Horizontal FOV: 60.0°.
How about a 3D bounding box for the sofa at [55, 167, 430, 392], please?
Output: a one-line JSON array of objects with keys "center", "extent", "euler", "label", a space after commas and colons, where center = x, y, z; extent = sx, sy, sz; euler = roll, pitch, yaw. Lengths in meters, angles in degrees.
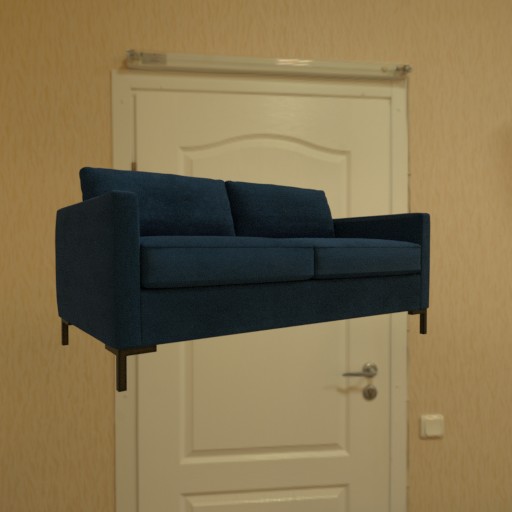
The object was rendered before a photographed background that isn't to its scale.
[{"center": [0.000, 0.000, 2.161], "extent": [1.676, 0.817, 0.875], "euler": [-1, 1, -35], "label": "sofa"}]
